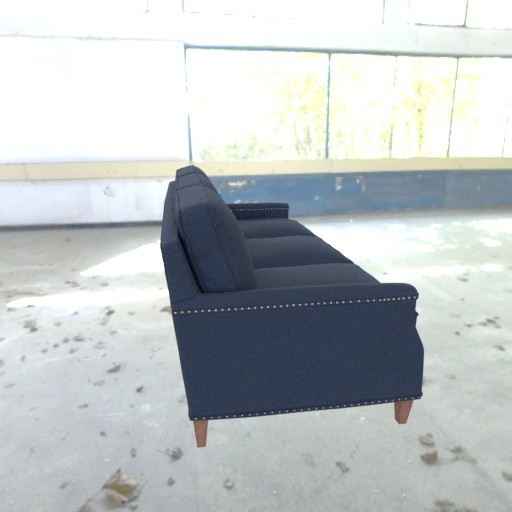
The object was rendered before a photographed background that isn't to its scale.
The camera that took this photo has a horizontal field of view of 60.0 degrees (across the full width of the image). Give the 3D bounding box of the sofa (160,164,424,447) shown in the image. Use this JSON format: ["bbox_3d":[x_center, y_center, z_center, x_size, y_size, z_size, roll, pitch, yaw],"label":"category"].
[{"bbox_3d":[0.000,0.000,2.763,1.084,1.003,2.246,-3,16,-9],"label":"sofa"}]
